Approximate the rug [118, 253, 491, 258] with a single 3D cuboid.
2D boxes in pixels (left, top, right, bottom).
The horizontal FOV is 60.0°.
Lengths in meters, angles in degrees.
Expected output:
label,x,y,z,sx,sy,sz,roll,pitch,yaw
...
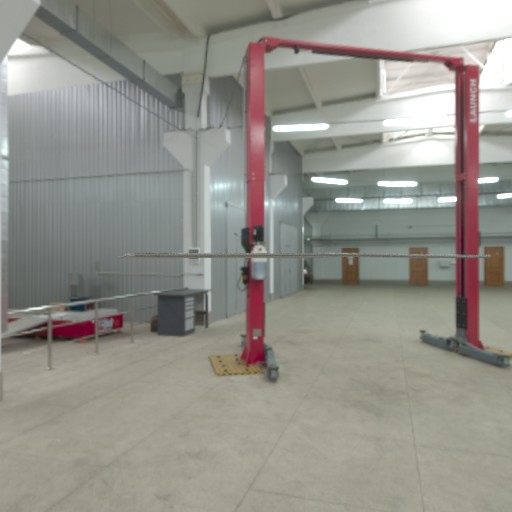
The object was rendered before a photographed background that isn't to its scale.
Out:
label,x,y,z,sx,sy,sz,roll,pitch,yaw
rug,0.000,0.000,4.229,2.434,0.045,3.202,0,0,-19
